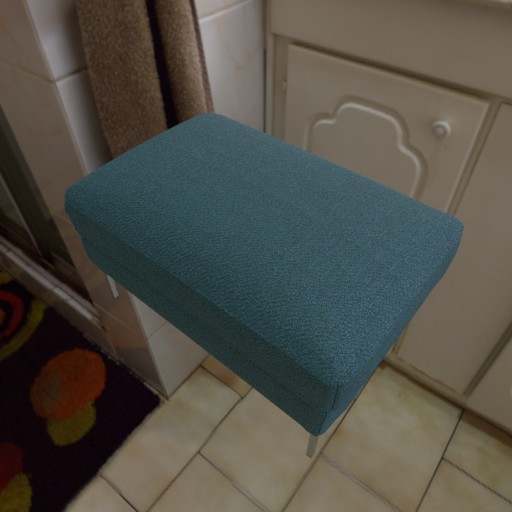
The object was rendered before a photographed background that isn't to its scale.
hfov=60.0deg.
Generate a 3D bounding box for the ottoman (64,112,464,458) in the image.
[{"bbox_3d":[0.000,0.000,1.197,0.856,0.498,0.563,31,54,26],"label":"ottoman"}]
